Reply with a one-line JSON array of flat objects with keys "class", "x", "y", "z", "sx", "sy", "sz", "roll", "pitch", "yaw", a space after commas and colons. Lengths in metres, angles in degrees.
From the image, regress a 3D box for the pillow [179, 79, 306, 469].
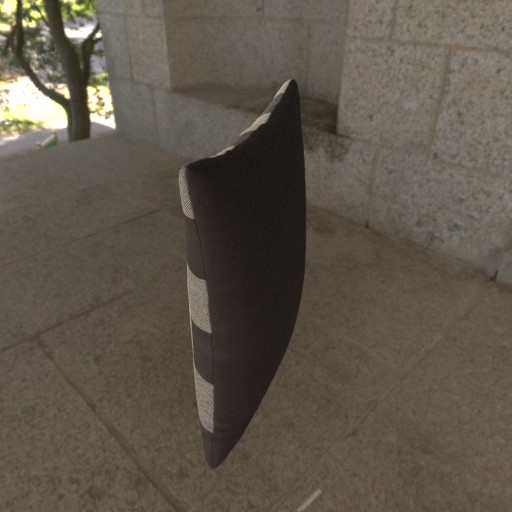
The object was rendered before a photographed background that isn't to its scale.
[{"class": "pillow", "x": 0.000, "y": 0.000, "z": 0.786, "sx": 0.161, "sy": 0.509, "sz": 0.511, "roll": 9, "pitch": 33, "yaw": 14}]
